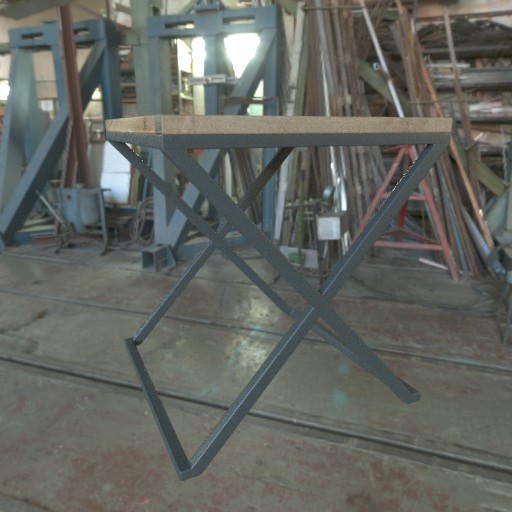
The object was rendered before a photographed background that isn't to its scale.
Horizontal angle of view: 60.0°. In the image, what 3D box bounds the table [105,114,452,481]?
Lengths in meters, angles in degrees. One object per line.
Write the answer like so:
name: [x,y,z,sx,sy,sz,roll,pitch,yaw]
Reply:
table: [0.000,0.000,0.931,0.498,0.550,0.499,-8,18,-24]
